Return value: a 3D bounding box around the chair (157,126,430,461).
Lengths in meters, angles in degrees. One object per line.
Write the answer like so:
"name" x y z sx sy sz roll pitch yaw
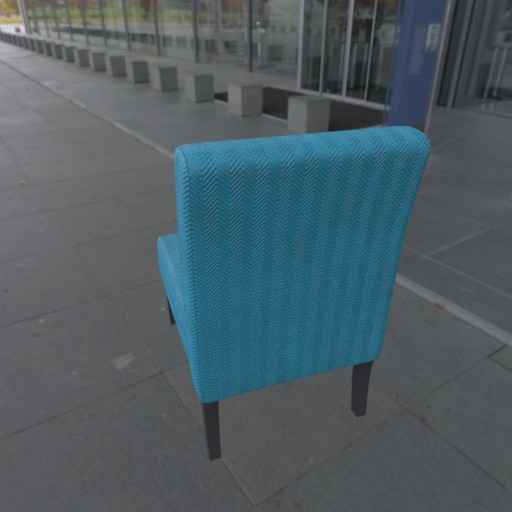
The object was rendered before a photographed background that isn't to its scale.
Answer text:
"chair" 0.000 0.000 1.446 0.579 0.927 0.808 -9 30 -17
